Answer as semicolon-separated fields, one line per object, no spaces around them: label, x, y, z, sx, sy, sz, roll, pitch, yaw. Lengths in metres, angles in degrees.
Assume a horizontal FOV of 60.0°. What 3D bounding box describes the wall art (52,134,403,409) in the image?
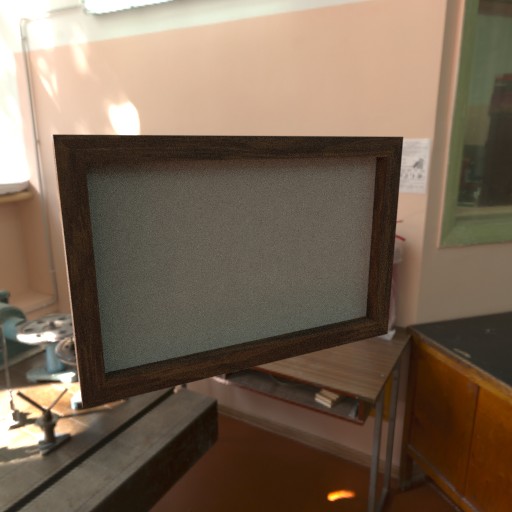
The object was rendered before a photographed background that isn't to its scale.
wall art;0.000;0.000;0.774;0.609;0.405;0.035;-7;16;-26
